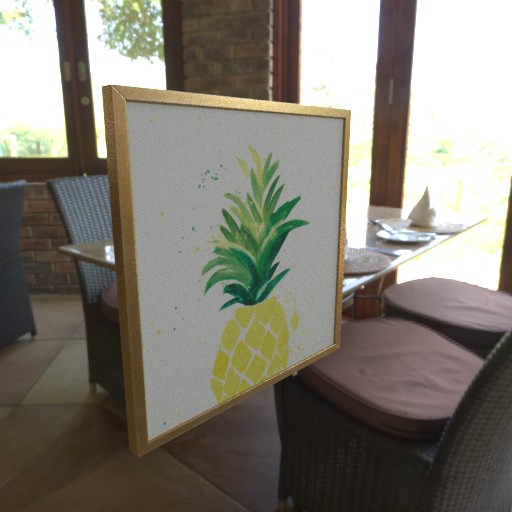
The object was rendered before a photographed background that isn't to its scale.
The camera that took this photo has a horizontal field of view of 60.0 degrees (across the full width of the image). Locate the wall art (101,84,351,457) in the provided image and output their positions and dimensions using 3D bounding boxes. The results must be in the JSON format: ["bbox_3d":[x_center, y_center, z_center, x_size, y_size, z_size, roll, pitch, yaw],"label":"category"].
[{"bbox_3d":[0.000,0.000,1.144,0.037,0.760,0.762,13,19,43],"label":"wall art"}]
